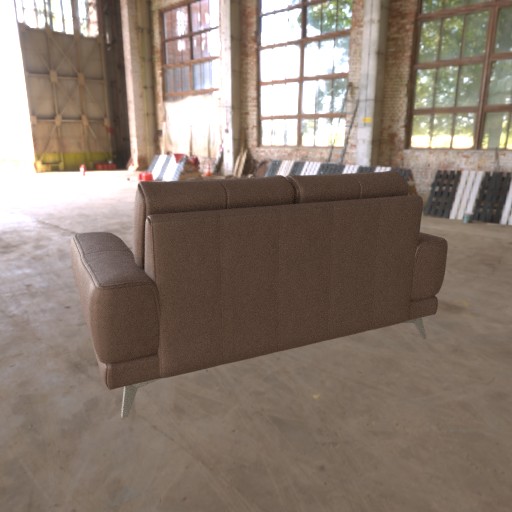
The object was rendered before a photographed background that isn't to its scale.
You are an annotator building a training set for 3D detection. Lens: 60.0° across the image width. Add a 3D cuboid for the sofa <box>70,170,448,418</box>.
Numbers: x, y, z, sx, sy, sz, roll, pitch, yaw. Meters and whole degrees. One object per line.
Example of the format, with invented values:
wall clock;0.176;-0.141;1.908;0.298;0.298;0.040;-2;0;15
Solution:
sofa;0.000;0.000;2.385;1.806;0.907;1.018;-7;17;-25
